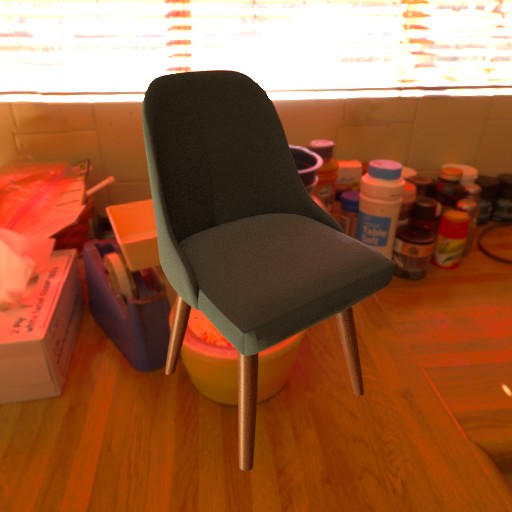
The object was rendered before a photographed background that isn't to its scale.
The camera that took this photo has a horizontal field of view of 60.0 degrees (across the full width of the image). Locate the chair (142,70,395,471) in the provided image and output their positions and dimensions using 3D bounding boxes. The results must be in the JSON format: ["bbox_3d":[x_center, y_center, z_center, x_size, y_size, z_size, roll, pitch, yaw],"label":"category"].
[{"bbox_3d":[0.000,0.000,1.208,0.503,0.882,0.589,-20,35,-31],"label":"chair"}]
